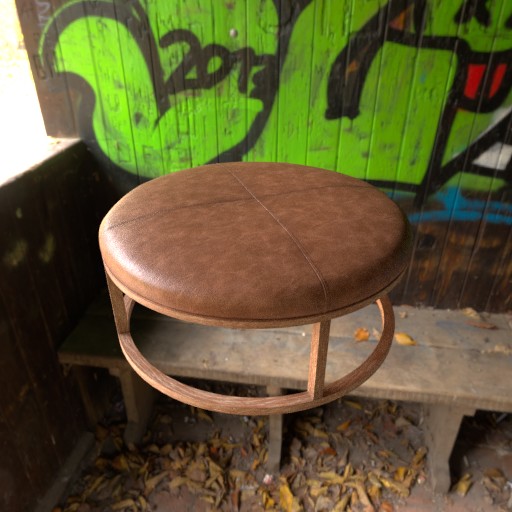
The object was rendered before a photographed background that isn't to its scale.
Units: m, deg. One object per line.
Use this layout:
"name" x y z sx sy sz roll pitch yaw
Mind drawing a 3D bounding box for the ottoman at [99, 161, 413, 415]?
"ottoman" 0.000 0.000 1.547 1.006 0.445 1.006 0 30 0
